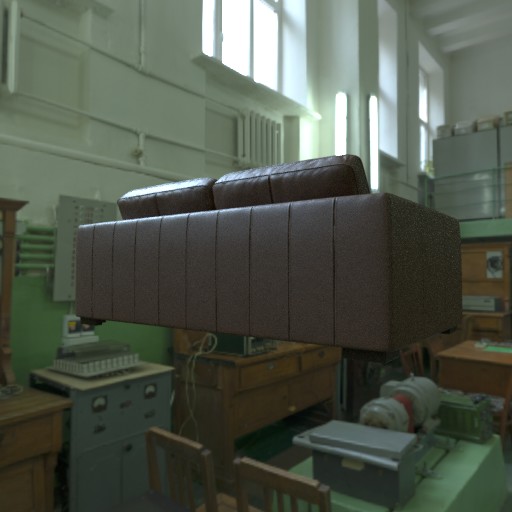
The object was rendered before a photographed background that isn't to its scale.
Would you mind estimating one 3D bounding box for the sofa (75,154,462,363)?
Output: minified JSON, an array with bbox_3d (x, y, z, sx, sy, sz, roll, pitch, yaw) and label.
[{"bbox_3d":[0.000,0.000,2.467,1.920,0.800,1.070,-1,-2,37],"label":"sofa"}]
